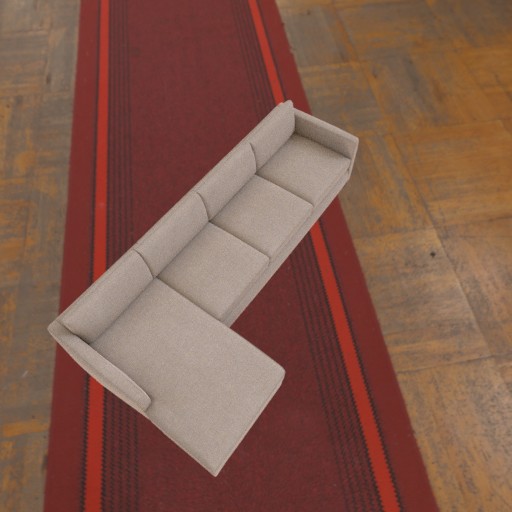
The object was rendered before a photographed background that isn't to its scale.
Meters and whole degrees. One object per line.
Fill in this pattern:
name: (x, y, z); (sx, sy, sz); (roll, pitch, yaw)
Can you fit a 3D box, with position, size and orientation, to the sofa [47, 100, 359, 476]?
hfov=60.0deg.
sofa: (0.000, 0.000, 3.591); (1.469, 0.816, 2.923); (31, 63, 18)
